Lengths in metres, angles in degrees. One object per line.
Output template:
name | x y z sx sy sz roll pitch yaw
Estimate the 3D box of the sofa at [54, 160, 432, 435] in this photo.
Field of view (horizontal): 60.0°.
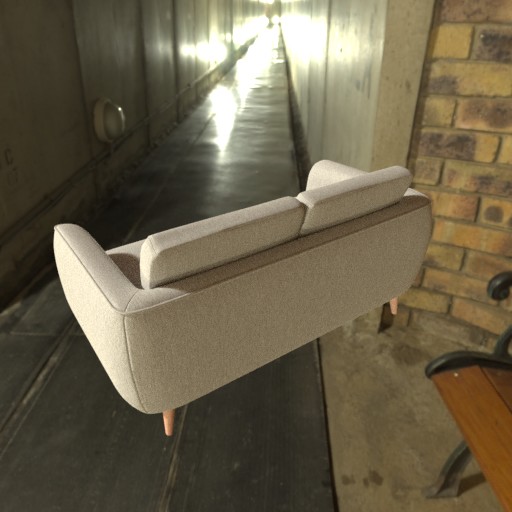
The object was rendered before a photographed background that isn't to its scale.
sofa | 0.000 0.000 2.210 1.700 0.850 0.920 -19 35 -30
